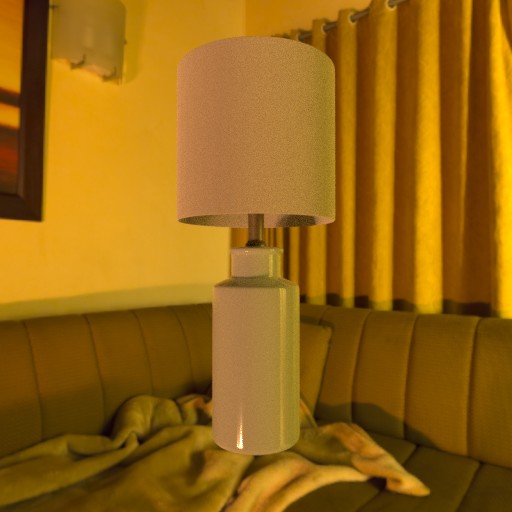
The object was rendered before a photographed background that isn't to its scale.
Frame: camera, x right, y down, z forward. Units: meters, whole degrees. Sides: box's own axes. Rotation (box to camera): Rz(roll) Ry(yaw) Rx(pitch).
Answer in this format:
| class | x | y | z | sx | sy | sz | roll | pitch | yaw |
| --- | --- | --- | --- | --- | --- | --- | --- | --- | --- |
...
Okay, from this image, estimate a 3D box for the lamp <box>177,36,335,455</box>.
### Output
| class | x | y | z | sx | sy | sz | roll | pitch | yaw |
| --- | --- | --- | --- | --- | --- | --- | --- | --- | --- |
| lamp | 0.000 | 0.000 | 0.601 | 0.212 | 0.493 | 0.212 | 0 | -1 | 18 |
